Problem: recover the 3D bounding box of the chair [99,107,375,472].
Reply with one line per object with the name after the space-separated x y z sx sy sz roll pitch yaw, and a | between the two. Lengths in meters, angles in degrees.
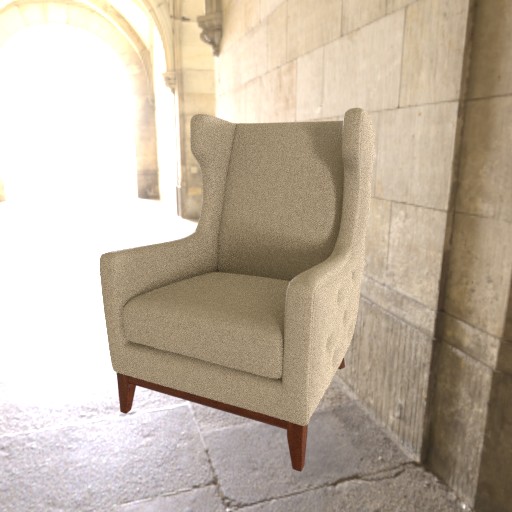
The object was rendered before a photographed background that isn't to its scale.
0.000 0.000 1.699 0.778 1.079 0.899 7 15 25 | chair
